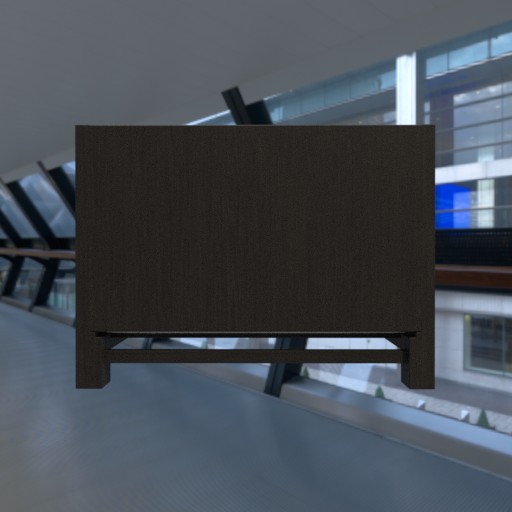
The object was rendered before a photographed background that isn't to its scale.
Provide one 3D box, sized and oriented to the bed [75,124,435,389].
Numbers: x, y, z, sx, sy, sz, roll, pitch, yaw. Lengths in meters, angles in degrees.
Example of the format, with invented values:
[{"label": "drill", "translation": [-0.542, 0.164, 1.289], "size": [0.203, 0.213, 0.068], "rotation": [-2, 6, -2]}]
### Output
[{"label": "bed", "translation": [0.000, 0.000, 3.247], "size": [1.727, 1.270, 2.242], "rotation": [0, 0, 0]}]
